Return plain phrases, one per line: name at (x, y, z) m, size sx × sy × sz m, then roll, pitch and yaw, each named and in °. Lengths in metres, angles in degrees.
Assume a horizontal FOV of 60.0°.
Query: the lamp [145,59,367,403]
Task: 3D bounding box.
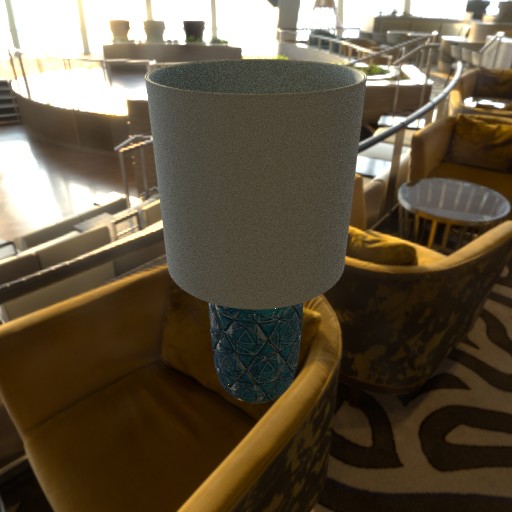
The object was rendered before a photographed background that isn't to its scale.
lamp at (0.000, 0.000, 0.489) m, size 0.193 × 0.377 × 0.193 m, roll 21°, pitch 37°, yaw 31°
